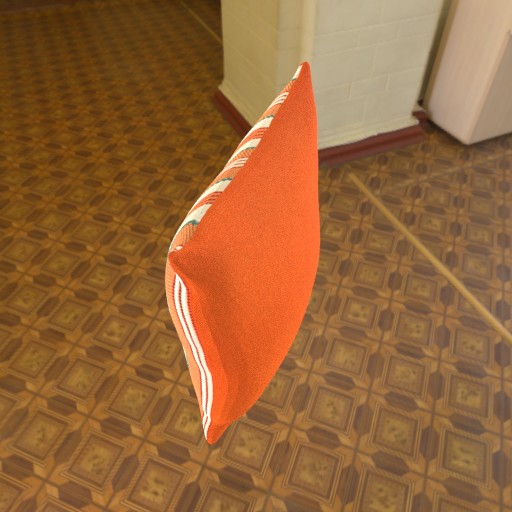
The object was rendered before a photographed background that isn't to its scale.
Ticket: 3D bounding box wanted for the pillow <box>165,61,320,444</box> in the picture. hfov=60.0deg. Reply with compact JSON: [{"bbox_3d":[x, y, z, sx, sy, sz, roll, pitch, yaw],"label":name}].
[{"bbox_3d":[0.000,0.000,0.686,0.182,0.441,0.440,15,48,14],"label":"pillow"}]
